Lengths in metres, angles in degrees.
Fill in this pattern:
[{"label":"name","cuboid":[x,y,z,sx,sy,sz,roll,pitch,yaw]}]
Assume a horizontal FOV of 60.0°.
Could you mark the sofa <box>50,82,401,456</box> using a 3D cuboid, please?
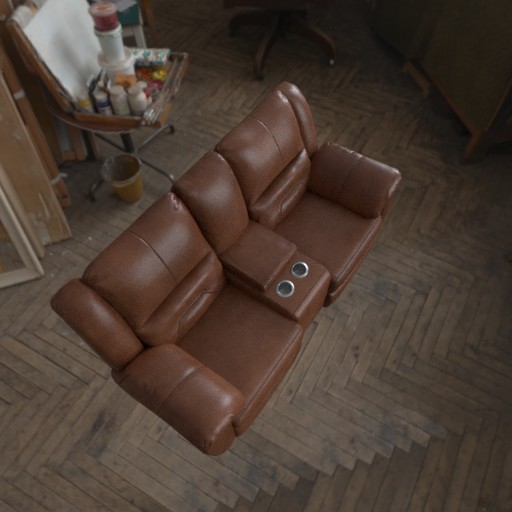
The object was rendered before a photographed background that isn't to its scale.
[{"label":"sofa","cuboid":[0.000,0.000,2.643,0.991,1.043,2.058,31,63,18]}]
